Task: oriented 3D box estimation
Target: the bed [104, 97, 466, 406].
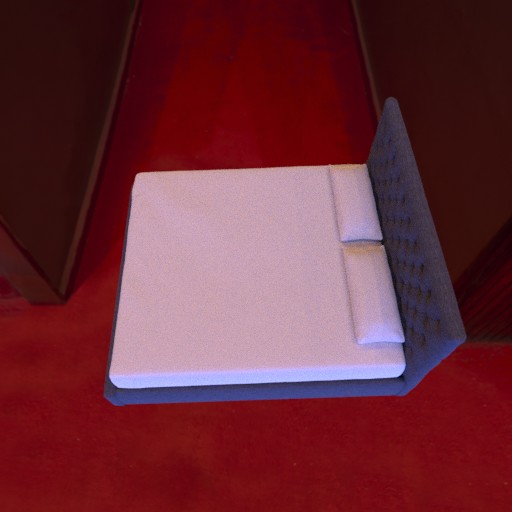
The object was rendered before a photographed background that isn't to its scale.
[{"bbox_3d":[0.000,0.000,3.625,2.387,1.427,2.078,-2,59,-1],"label":"bed"}]
